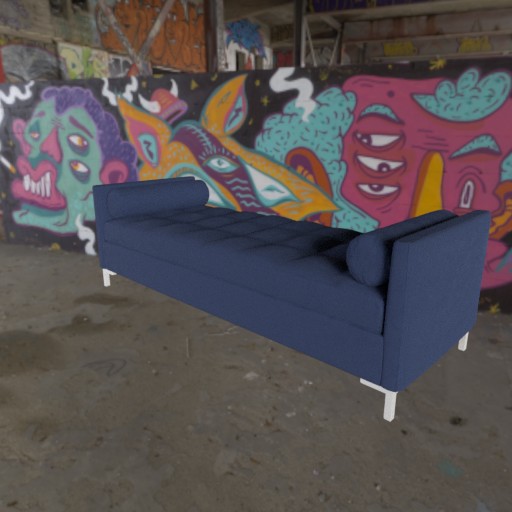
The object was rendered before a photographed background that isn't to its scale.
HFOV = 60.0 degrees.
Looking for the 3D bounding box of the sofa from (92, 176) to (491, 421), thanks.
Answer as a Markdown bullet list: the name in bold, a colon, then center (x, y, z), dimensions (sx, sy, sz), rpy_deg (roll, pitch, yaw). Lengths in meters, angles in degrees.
- **sofa**: center (0.000, 0.000, 2.408), dimensions (2.102, 0.657, 0.797), rpy_deg (15, 22, 42)
